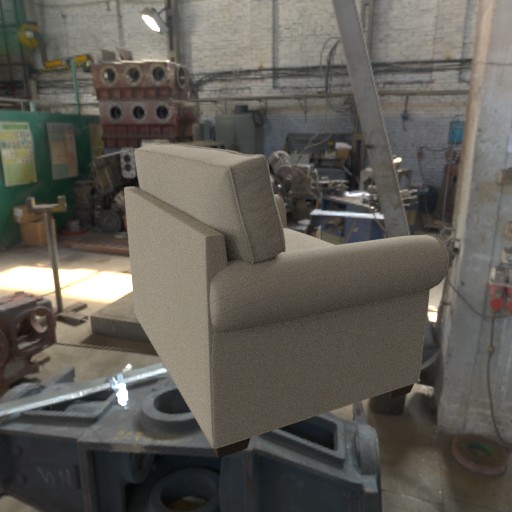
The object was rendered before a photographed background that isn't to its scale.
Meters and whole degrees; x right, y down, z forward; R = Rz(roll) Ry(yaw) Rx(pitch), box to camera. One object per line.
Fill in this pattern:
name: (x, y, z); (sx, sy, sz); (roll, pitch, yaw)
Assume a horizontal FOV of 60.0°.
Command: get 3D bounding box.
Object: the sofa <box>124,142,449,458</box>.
sofa: (0.000, 0.000, 2.067); (0.937, 1.006, 1.405); (-8, 18, -25)
